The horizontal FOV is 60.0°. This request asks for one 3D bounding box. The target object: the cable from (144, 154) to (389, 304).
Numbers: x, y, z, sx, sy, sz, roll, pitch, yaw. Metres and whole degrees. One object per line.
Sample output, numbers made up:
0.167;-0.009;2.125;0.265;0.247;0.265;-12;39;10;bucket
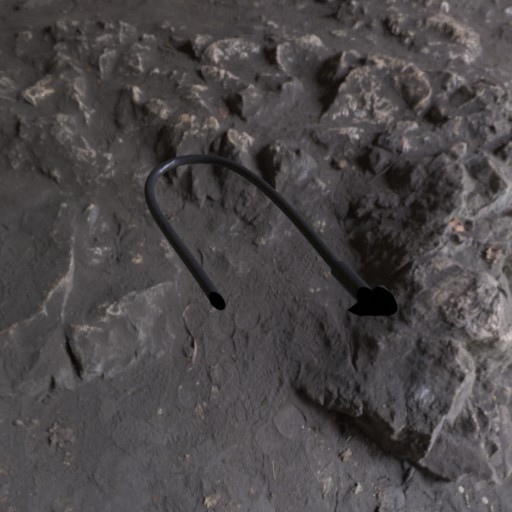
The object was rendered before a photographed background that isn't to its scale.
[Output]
0.000;0.000;0.110;0.041;0.005;0.098;-22;50;-20;cable
